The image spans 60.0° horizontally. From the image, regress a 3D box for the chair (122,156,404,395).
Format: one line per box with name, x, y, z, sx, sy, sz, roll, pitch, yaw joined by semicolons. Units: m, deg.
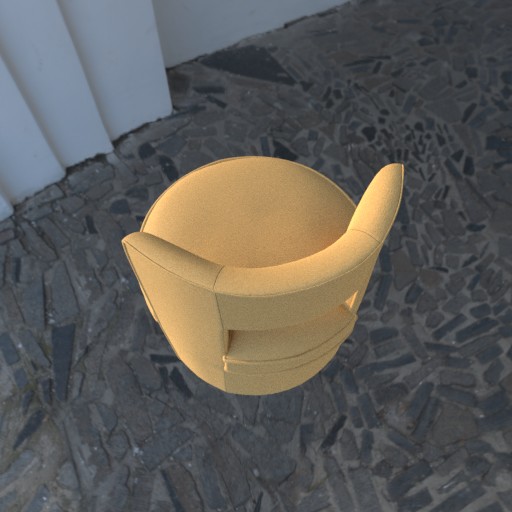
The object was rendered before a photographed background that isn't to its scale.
chair;0.000;0.000;1.249;0.650;0.723;0.665;-16;59;-10
